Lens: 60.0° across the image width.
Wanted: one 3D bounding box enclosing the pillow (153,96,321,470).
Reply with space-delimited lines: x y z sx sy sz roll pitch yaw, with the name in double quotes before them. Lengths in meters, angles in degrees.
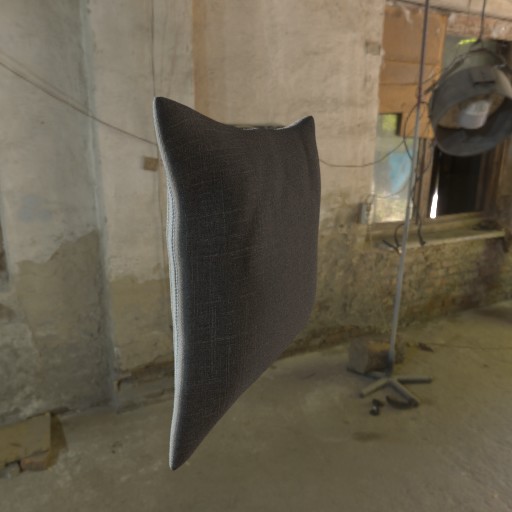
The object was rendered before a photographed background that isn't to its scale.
"pillow" 0.000 0.000 0.696 0.138 0.444 0.468 8 18 25
